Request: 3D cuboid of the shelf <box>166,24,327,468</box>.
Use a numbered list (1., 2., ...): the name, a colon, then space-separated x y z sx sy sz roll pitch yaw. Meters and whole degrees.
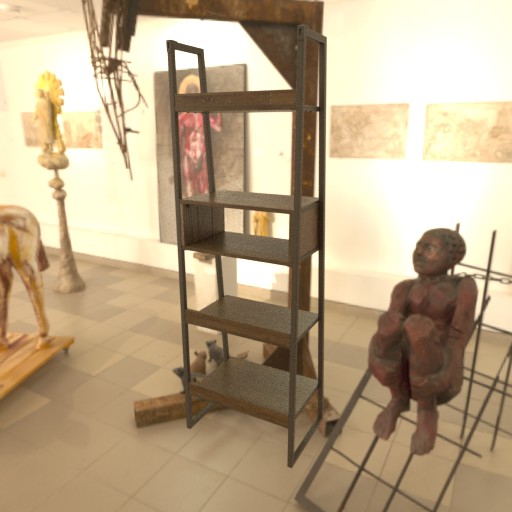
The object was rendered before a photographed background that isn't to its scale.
1. shelf: 0.000 0.000 2.266 0.652 2.005 0.454 9 19 27
